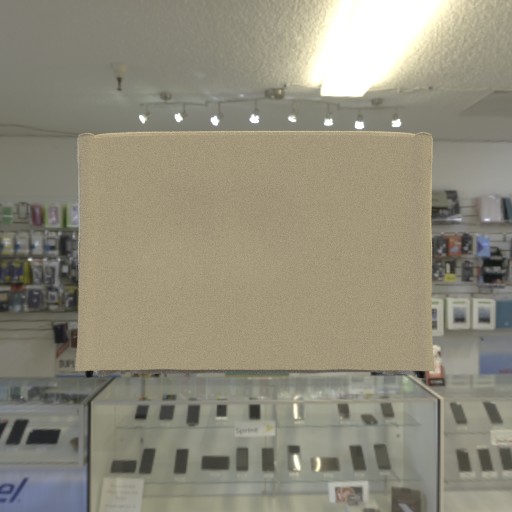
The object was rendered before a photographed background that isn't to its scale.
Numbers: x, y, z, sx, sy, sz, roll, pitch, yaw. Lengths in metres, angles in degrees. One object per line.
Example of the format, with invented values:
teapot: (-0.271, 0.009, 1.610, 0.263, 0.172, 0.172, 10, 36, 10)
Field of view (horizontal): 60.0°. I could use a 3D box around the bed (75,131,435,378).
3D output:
bed: (0.000, 0.000, 3.481, 1.925, 1.332, 2.276, 0, 0, 0)
